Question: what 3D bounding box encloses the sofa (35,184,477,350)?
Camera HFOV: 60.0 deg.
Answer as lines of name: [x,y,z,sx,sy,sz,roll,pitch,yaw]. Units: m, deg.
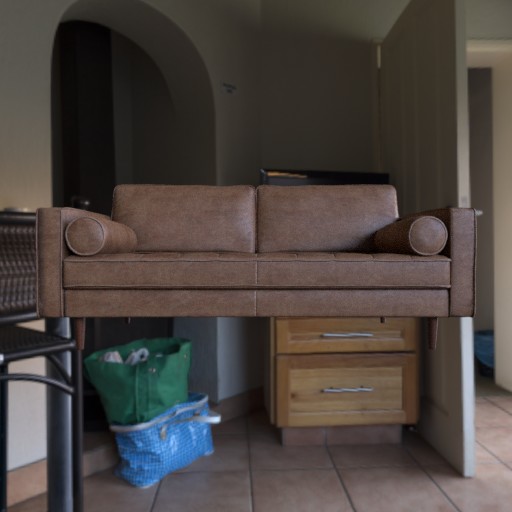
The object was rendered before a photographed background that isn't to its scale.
sofa: [0.000,0.000,2.338,1.920,0.825,0.924,0,0,-1]
